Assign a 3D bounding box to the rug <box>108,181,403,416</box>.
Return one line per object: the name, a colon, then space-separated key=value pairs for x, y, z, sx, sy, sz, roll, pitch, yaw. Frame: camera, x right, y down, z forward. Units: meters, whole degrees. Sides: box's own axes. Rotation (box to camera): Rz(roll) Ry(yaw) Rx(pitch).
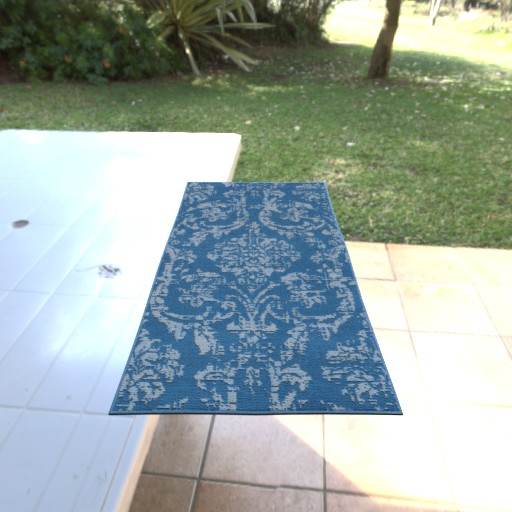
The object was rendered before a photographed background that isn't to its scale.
rug: x=0.000 y=0.000 z=1.419 sx=0.604 sy=0.007 sz=1.219 roll=0 pitch=32 yaw=0
